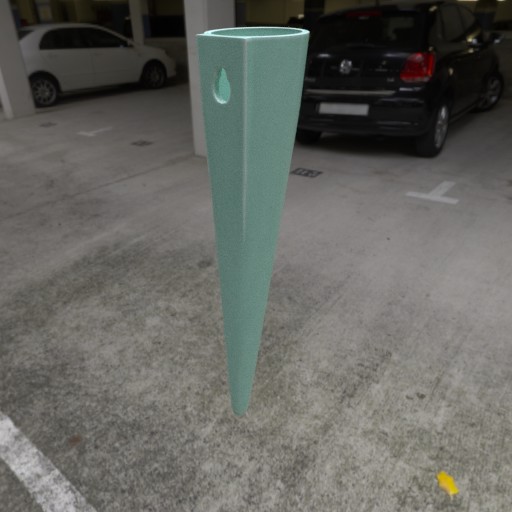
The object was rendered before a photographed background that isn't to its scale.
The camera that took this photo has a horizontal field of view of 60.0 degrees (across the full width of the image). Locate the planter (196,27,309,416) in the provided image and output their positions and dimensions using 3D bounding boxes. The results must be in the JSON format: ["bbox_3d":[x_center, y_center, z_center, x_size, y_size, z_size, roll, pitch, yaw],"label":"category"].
[{"bbox_3d":[0.000,0.000,0.295,0.054,0.268,0.055,23,37,33],"label":"planter"}]
